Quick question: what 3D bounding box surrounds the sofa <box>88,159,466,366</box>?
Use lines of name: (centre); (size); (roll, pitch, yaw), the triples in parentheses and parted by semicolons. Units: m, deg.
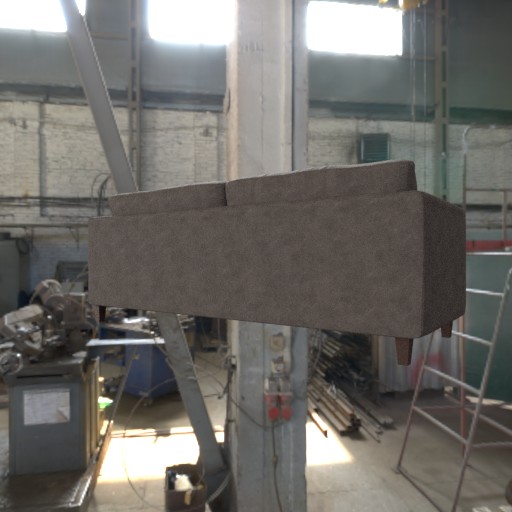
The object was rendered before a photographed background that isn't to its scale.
sofa: (0.000, 0.000, 2.953); (2.434, 0.965, 0.951); (0, 0, 36)
